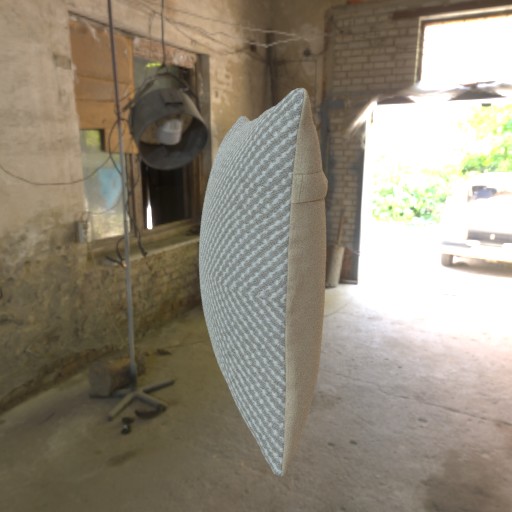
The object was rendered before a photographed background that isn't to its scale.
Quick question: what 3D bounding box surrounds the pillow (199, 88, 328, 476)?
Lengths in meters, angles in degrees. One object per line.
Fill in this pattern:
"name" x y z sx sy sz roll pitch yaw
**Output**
"pillow" 0.000 0.000 0.711 0.181 0.458 0.459 -2 14 -9
